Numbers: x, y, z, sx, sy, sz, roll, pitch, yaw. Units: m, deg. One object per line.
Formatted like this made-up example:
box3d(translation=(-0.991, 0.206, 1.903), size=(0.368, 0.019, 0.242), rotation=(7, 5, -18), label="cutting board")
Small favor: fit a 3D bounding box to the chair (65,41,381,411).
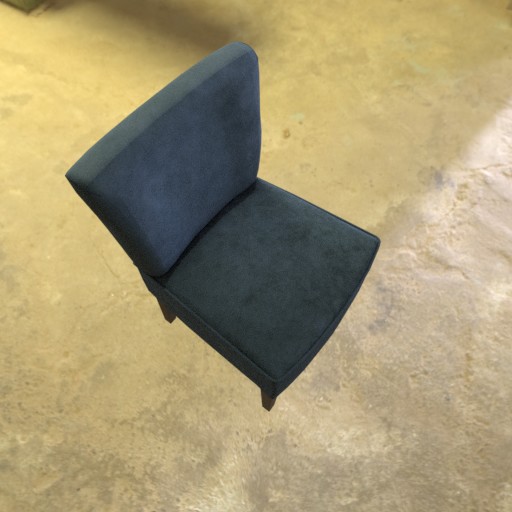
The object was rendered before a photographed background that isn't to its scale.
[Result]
box3d(translation=(0.000, 0.000, 1.197), size=(0.551, 0.806, 0.521), rotation=(33, 65, 18), label="chair")
